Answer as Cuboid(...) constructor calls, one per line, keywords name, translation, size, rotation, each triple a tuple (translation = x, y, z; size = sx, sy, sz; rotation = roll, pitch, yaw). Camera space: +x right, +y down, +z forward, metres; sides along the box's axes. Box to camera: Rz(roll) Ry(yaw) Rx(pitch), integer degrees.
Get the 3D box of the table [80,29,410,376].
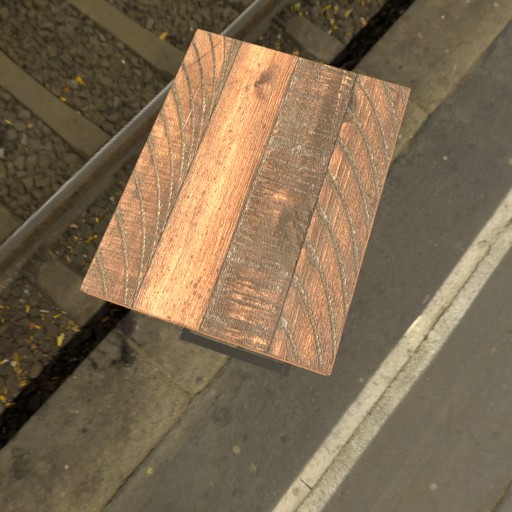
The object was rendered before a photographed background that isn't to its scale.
Cuboid(name="table", translation=(0.000, 0.000, 0.930), size=(0.323, 0.718, 0.414), rotation=(18, 75, 5))
